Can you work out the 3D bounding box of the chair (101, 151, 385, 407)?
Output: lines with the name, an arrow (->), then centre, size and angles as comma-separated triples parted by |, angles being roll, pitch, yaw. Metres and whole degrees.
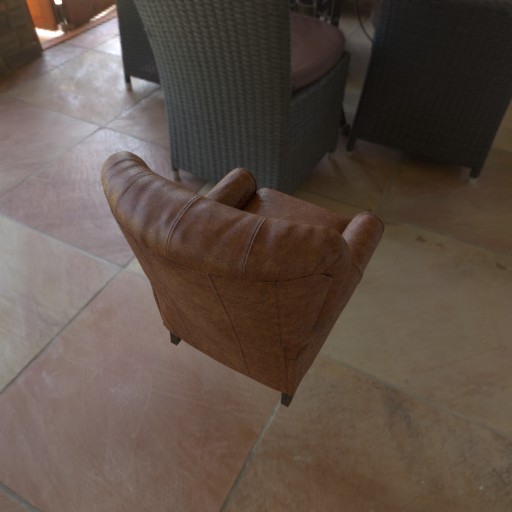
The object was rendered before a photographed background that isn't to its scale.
chair -> 0.000, 0.000, 1.987 | 0.951, 1.164, 1.059 | 23, 51, 21
